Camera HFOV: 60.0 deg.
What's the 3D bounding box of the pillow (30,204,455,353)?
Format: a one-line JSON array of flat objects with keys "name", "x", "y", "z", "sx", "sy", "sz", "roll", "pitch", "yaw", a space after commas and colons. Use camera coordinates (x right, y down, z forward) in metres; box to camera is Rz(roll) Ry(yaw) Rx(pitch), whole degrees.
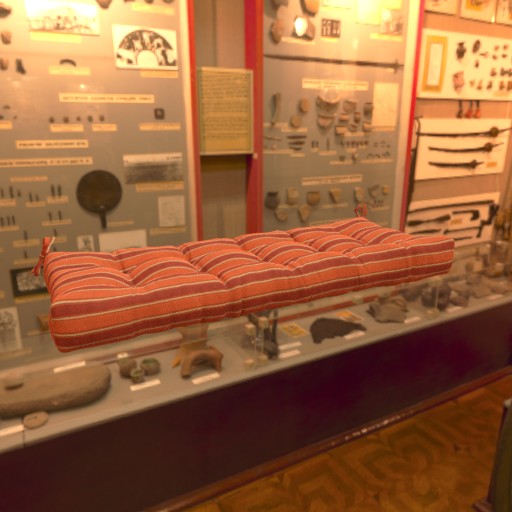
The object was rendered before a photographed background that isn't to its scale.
[{"name": "pillow", "x": 0.000, "y": 0.000, "z": 1.306, "sx": 1.194, "sy": 0.174, "sz": 0.511, "roll": -8, "pitch": 18, "yaw": -26}]
